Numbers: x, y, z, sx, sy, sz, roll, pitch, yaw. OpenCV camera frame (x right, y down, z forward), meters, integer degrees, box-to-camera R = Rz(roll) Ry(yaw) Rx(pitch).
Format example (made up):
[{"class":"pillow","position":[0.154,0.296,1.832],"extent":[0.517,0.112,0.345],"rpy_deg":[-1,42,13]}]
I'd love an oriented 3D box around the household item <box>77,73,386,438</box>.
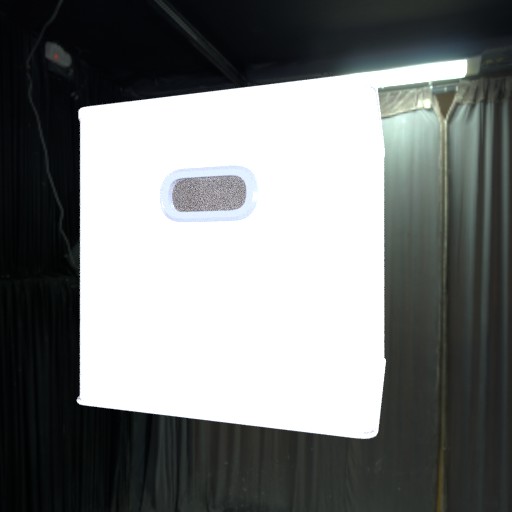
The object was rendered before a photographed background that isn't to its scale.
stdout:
[{"class":"household item","position":[0.000,0.000,0.554],"extent":[0.305,0.305,0.305],"rpy_deg":[0,0,18]}]
